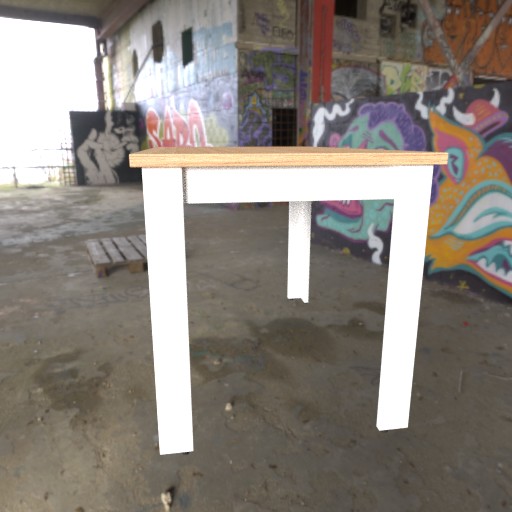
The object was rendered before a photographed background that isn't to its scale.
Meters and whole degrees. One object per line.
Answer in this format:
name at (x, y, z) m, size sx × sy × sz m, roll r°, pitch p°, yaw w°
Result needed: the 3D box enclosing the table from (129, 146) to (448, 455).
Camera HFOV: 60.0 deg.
table at (0.000, 0.000, 1.562) m, size 0.700 × 0.734 × 1.100 m, roll -2°, pitch 15°, yaw -9°
